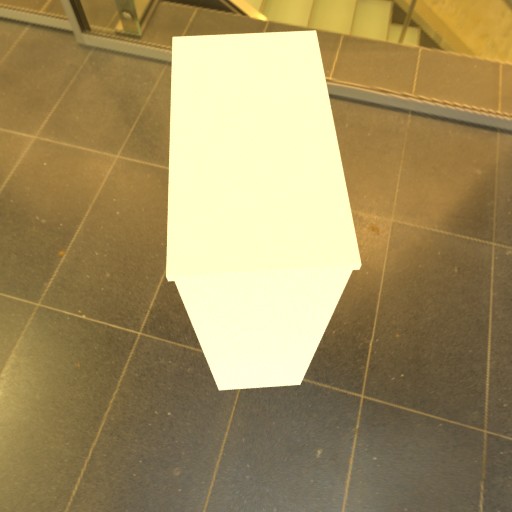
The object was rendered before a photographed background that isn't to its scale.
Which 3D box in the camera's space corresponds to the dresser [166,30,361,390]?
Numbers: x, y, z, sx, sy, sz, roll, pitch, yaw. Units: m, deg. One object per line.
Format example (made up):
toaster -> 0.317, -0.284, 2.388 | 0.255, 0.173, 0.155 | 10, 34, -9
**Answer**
dresser -> 0.000, 0.000, 1.590 | 0.399, 1.255, 0.704 | -3, 63, -2
